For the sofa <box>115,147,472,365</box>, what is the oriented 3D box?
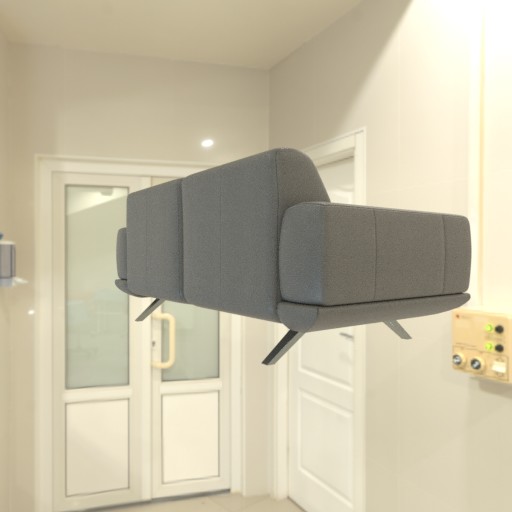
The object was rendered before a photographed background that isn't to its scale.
[{"bbox_3d":[0.000,0.000,2.349,0.900,0.772,1.901,0,0,-36],"label":"sofa"}]
